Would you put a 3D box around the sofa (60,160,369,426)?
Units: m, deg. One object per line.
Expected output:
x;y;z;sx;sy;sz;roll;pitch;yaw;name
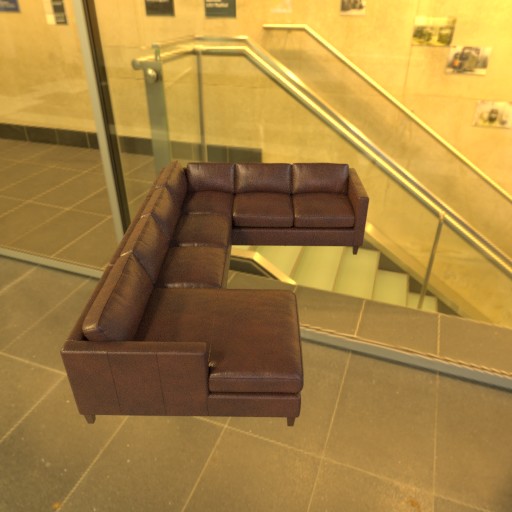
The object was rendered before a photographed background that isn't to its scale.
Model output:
0.000;0.000;4.354;2.452;0.891;3.324;0;32;1;sofa
